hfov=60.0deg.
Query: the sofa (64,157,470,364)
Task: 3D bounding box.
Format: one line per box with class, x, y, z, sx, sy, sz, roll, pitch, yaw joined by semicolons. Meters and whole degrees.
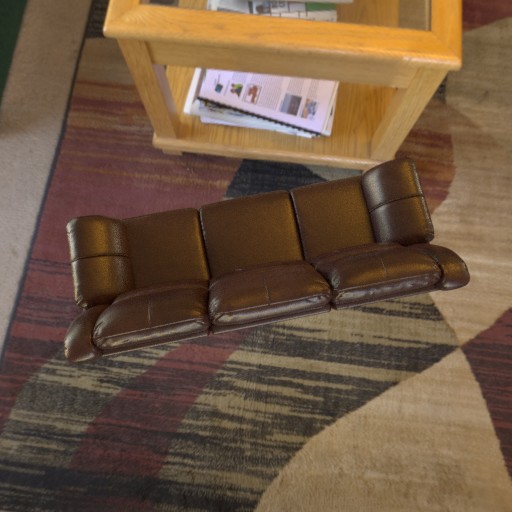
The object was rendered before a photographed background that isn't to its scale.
sofa;0.000;0.000;2.893;2.337;1.043;0.991;-11;76;-3
